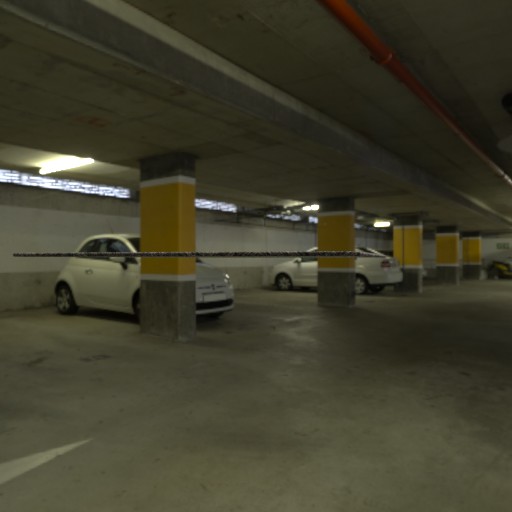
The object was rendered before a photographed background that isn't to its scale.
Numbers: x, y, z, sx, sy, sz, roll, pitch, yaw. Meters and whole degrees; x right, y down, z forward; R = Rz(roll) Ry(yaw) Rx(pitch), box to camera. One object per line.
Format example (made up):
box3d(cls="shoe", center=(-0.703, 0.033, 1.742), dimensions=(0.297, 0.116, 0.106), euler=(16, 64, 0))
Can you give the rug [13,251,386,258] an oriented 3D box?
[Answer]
box3d(cls="rug", center=(0.000, 0.000, 2.810), dimensions=(1.501, 0.017, 2.298), euler=(0, 0, 18))
